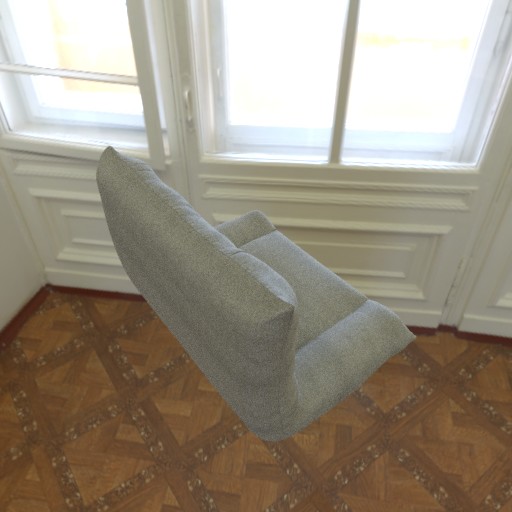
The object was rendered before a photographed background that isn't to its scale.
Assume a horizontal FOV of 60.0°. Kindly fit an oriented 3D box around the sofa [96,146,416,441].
[{"bbox_3d":[0.000,0.000,1.780,0.847,0.795,1.144,-26,47,-27],"label":"sofa"}]
